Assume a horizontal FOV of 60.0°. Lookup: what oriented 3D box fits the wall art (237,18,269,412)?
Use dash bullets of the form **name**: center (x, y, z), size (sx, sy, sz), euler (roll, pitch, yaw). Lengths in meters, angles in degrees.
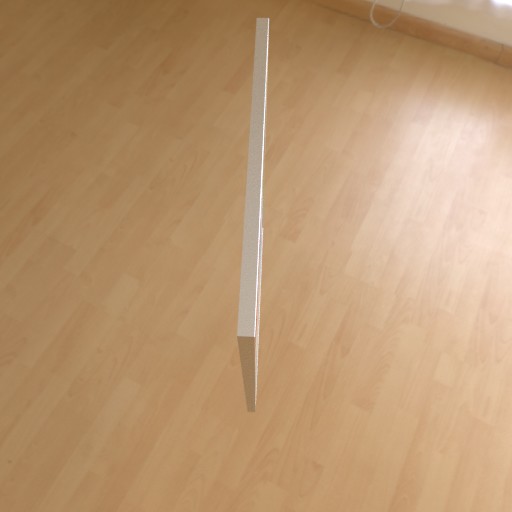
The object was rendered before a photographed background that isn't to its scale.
- **wall art**: center (0.000, 0.000, 1.401), size (0.030, 1.046, 0.816), euler (2, 64, 1)
